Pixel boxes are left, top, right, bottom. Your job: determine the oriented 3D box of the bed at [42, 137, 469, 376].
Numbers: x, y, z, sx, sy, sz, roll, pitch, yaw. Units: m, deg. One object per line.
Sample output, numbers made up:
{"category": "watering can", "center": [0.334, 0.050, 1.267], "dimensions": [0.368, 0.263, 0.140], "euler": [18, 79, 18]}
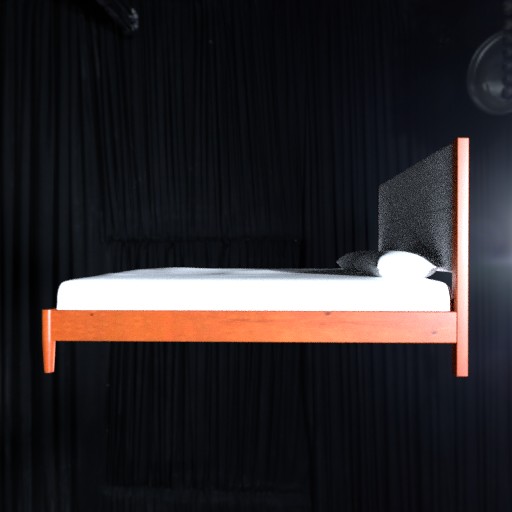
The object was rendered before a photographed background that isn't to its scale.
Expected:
{"category": "bed", "center": [0.000, 0.000, 2.964], "dimensions": [2.117, 1.165, 1.566], "euler": [0, 0, 2]}
